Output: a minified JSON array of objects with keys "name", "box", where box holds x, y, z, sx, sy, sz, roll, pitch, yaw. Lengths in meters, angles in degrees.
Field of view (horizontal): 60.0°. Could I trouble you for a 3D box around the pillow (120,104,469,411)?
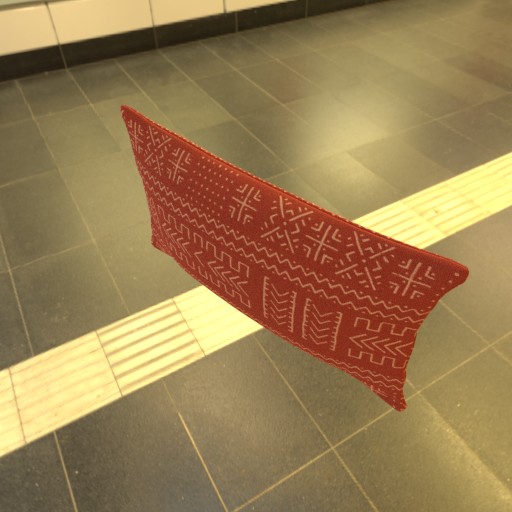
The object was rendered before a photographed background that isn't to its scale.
[{"name":"pillow","box":[0.000,0.000,0.765,0.640,0.352,0.130,31,53,27]}]
